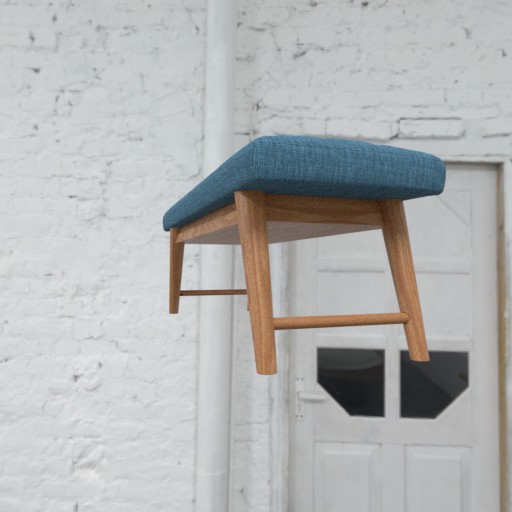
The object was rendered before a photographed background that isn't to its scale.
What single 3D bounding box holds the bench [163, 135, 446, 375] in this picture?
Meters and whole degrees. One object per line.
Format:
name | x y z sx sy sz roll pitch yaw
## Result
bench | 0.000 0.000 1.318 0.406 0.432 1.118 0 -1 -19
